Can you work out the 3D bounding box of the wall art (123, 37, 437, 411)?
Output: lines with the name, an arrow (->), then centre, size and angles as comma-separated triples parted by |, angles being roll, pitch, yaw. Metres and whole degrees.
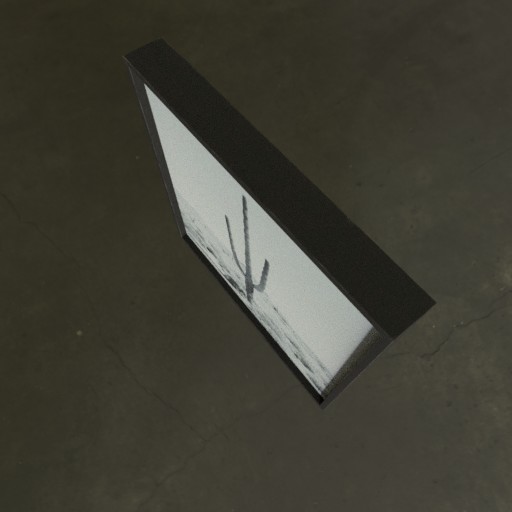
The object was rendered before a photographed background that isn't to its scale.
wall art -> 0.000, 0.000, 0.452 | 0.038, 0.305, 0.305 | -35, 69, -16
